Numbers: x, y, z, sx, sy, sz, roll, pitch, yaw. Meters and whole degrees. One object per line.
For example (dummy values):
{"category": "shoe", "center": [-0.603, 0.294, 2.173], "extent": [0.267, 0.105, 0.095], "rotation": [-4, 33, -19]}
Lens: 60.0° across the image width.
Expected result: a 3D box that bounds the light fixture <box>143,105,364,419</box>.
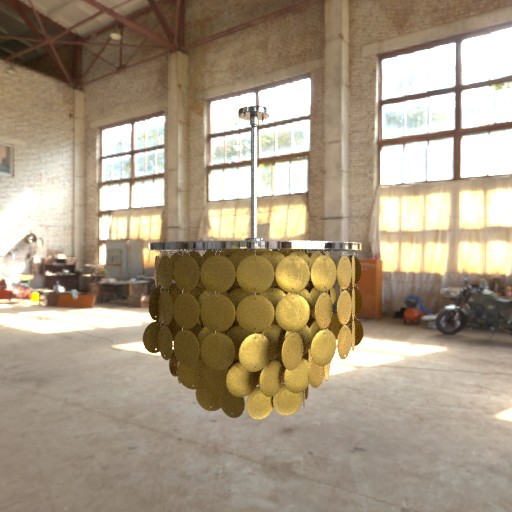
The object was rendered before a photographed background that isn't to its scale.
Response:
{"category": "light fixture", "center": [0.000, 0.000, 0.756], "extent": [0.368, 0.492, 0.368], "rotation": [0, 0, 0]}
